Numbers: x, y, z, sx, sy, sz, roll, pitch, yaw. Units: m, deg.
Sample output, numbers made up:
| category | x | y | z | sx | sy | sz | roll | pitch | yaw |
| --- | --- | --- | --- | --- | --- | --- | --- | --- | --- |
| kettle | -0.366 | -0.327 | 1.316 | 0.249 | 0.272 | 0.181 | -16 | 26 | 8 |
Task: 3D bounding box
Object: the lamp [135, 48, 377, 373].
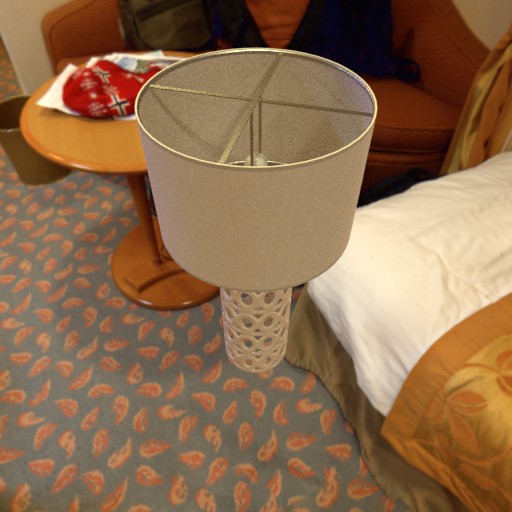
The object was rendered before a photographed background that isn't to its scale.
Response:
| category | x | y | z | sx | sy | sz | roll | pitch | yaw |
| --- | --- | --- | --- | --- | --- | --- | --- | --- | --- |
| lamp | 0.000 | 0.000 | 0.837 | 0.324 | 0.636 | 0.325 | 11 | 48 | 10 |
